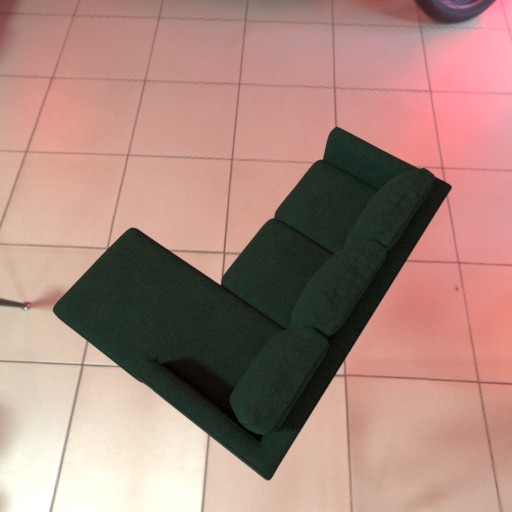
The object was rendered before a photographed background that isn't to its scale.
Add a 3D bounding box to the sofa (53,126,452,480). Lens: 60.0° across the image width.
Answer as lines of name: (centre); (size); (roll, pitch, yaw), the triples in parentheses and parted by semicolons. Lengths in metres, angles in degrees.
sofa: (0.000, 0.000, 2.810); (1.580, 0.899, 2.030); (32, 68, 15)
